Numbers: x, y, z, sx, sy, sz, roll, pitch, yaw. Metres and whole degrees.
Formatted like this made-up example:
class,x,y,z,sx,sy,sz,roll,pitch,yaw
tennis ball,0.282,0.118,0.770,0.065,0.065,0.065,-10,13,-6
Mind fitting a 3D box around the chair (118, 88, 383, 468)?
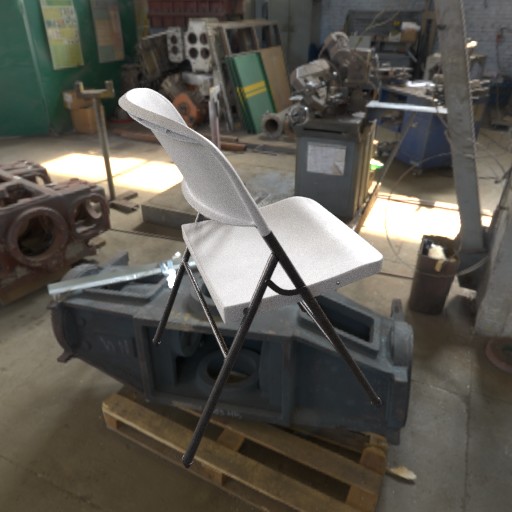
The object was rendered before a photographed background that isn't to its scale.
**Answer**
class,x,y,z,sx,sy,sz,roll,pitch,yaw
chair,0.000,0.000,1.140,0.566,0.810,0.494,-10,31,-17
